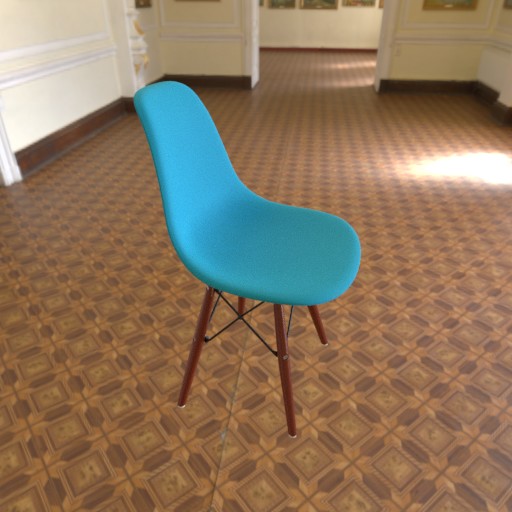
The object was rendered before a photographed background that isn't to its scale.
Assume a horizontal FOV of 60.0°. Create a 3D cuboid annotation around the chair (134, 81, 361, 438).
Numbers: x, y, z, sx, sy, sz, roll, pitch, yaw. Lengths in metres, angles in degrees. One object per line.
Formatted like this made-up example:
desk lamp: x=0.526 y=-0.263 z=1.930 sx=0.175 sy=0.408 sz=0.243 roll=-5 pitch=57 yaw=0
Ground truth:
chair: x=0.000 y=0.000 z=1.172 sx=0.533 sy=0.826 sz=0.470 roll=11 pitch=32 yaw=17
